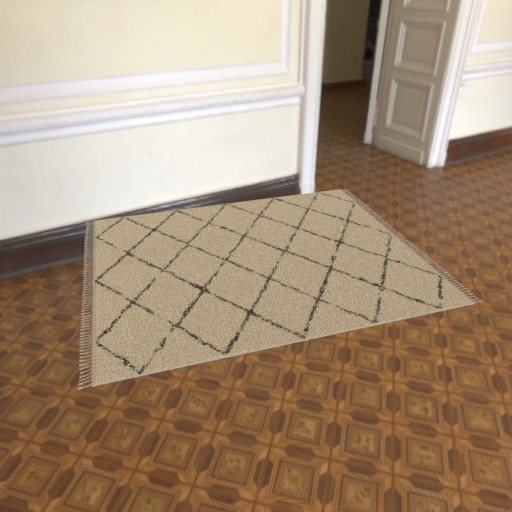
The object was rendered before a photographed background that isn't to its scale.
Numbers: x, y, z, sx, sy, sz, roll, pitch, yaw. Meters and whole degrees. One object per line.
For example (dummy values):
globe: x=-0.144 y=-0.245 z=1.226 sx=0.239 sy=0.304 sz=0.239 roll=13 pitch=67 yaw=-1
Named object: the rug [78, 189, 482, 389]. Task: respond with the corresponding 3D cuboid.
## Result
rug: x=0.000 y=0.000 z=4.108 sx=3.051 sy=0.013 sz=2.380 roll=-9 pitch=33 yaw=-14
